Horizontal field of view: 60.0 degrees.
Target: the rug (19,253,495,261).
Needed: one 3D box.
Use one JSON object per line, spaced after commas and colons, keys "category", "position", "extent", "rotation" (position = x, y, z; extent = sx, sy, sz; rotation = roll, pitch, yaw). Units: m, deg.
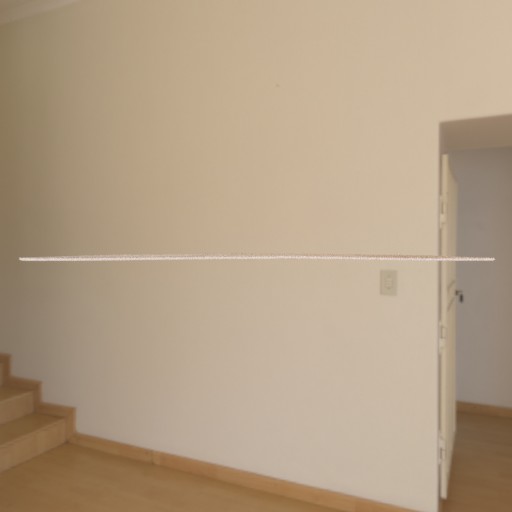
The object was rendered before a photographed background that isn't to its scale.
{"category": "rug", "position": [0.000, 0.000, 4.242], "extent": [3.245, 0.046, 2.467], "rotation": [0, 1, -1]}
